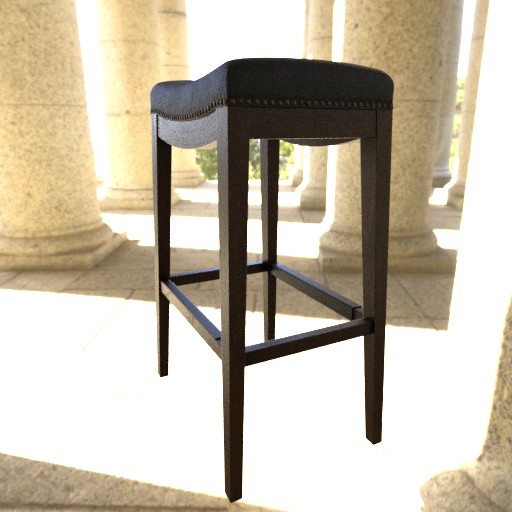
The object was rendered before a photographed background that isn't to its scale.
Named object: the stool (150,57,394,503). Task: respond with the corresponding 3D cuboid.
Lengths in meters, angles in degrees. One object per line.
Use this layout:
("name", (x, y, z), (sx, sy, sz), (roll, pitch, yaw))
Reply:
("stool", (0.000, 0.000, 0.993), (0.361, 0.765, 0.500), (-8, 18, -26))
